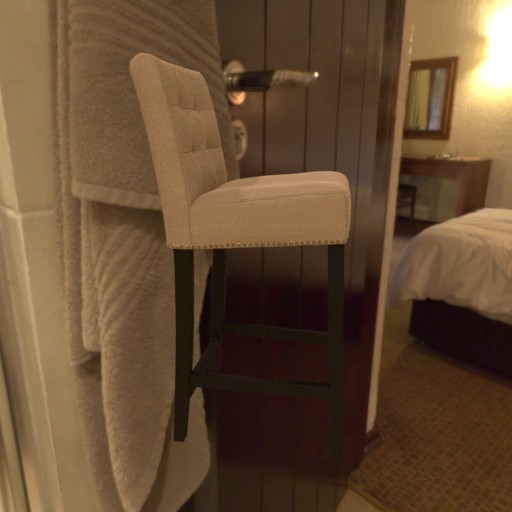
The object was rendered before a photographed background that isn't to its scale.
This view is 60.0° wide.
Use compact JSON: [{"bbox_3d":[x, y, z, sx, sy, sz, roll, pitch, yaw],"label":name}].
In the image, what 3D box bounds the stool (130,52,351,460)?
[{"bbox_3d":[0.000,0.000,1.289,0.548,1.047,0.411,3,17,10],"label":"stool"}]
